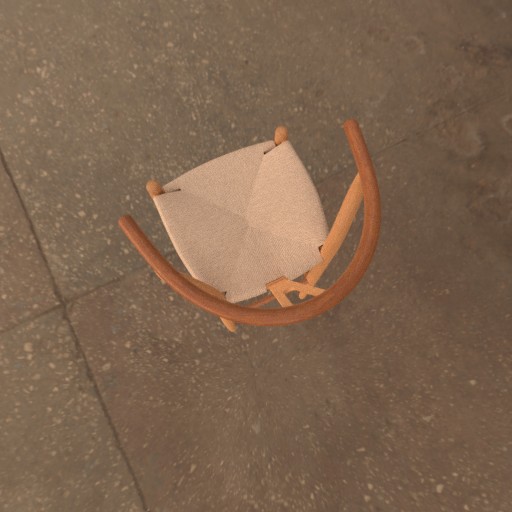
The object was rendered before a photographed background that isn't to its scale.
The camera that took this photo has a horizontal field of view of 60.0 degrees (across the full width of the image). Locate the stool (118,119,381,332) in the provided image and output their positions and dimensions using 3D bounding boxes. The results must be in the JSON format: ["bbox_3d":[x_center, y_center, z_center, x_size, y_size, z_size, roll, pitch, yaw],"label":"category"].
[{"bbox_3d":[0.000,0.000,1.401,0.574,1.068,0.561,-24,76,-6],"label":"stool"}]
